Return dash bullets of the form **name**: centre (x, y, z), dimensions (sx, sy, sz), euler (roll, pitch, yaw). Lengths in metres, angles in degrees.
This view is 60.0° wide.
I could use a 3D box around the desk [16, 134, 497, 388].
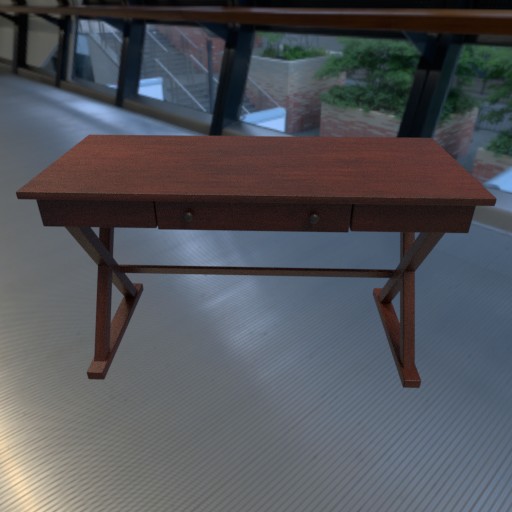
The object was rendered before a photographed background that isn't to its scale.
- **desk**: centre (0.000, 0.000, 1.713), dimensions (1.372, 0.761, 0.600), euler (1, 31, 2)
